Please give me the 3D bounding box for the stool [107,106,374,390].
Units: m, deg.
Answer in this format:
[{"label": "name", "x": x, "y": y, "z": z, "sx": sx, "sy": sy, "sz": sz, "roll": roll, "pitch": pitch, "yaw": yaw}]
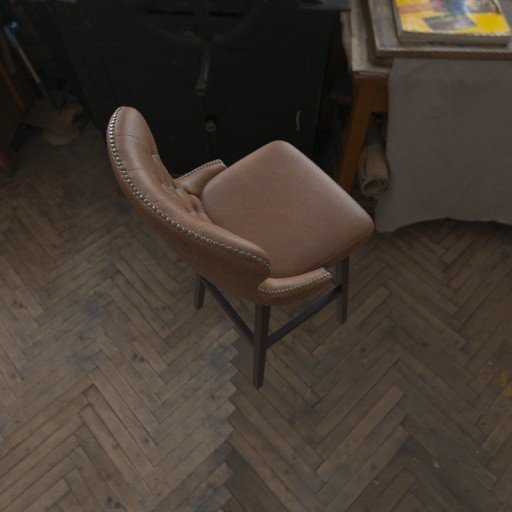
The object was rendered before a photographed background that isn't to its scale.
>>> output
[{"label": "stool", "x": 0.000, "y": 0.000, "z": 1.367, "sx": 0.601, "sy": 1.050, "sz": 0.528, "roll": -33, "pitch": 64, "yaw": -18}]
